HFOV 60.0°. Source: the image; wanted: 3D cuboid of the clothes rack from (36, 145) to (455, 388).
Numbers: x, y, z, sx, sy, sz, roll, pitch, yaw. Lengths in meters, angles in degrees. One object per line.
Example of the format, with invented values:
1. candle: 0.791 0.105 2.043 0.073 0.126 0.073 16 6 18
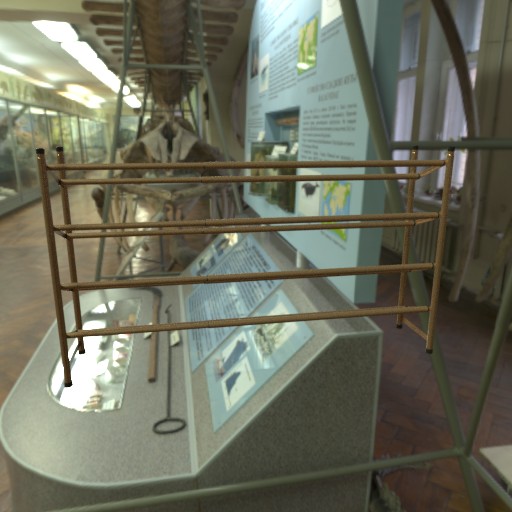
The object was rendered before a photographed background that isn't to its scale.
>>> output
1. clothes rack: 0.000 0.000 1.400 1.168 0.672 0.229 -3 15 -10
